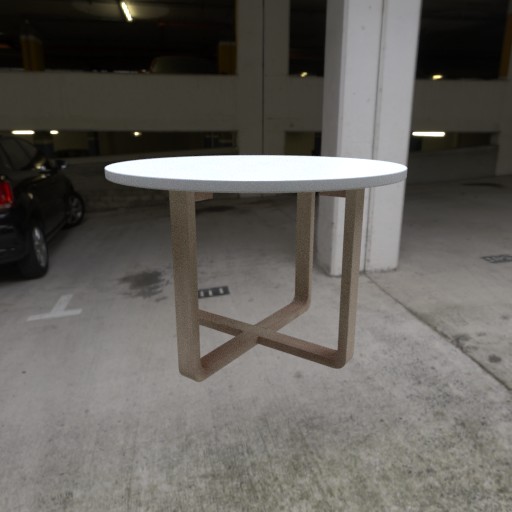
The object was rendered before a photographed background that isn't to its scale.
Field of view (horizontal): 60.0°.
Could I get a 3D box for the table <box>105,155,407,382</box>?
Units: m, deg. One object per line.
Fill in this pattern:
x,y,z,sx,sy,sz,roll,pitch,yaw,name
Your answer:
0.000,0.000,0.979,0.600,0.400,0.600,0,16,0,table
